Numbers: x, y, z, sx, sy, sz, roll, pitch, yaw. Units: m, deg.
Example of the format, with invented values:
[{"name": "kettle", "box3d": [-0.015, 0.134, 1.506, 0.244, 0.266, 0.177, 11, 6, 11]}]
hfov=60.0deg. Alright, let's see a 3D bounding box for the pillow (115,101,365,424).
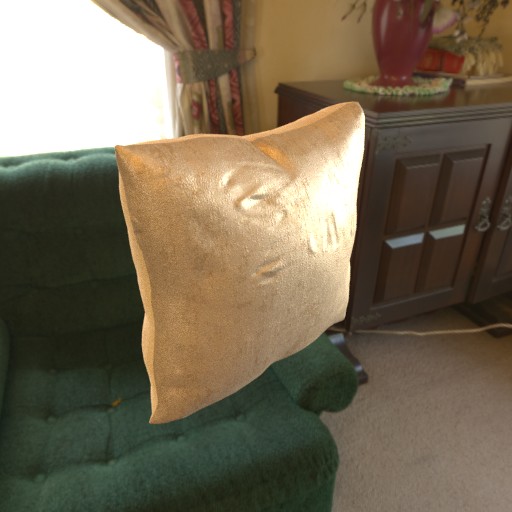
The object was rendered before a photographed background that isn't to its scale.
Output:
[{"name": "pillow", "box3d": [0.000, 0.000, 0.732, 0.450, 0.448, 0.245, -21, 34, -34]}]
